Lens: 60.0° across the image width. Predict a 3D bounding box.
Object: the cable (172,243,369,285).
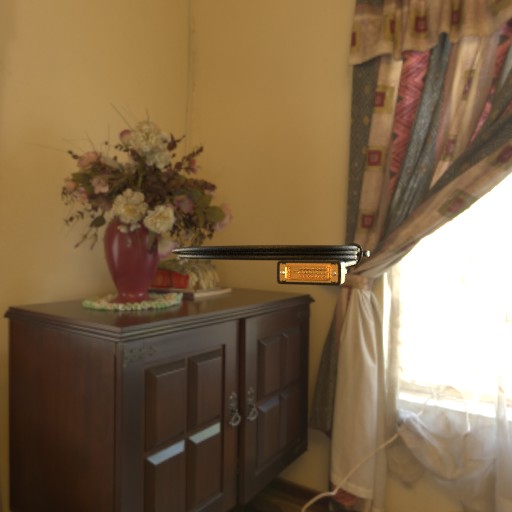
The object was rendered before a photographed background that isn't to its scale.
[{"bbox_3d":[0.000,0.000,0.518,0.257,0.030,0.422,0,1,19],"label":"cable"}]
